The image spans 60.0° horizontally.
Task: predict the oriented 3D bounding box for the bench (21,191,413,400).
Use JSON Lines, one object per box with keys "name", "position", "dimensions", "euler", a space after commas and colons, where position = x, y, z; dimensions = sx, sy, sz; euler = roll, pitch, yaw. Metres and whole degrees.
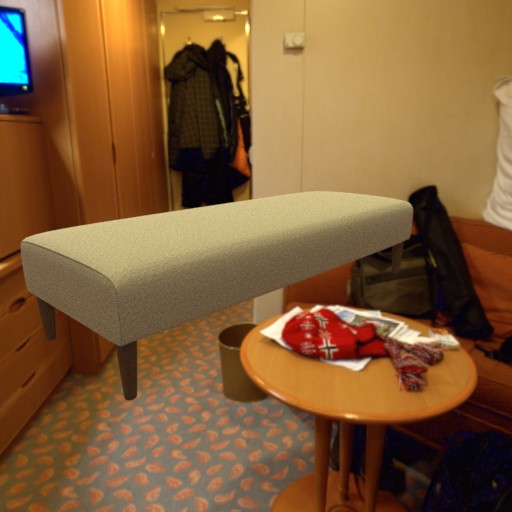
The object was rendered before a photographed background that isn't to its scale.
{"name": "bench", "position": [0.000, 0.000, 1.821], "dimensions": [0.631, 0.383, 1.598], "euler": [14, 21, 42]}
